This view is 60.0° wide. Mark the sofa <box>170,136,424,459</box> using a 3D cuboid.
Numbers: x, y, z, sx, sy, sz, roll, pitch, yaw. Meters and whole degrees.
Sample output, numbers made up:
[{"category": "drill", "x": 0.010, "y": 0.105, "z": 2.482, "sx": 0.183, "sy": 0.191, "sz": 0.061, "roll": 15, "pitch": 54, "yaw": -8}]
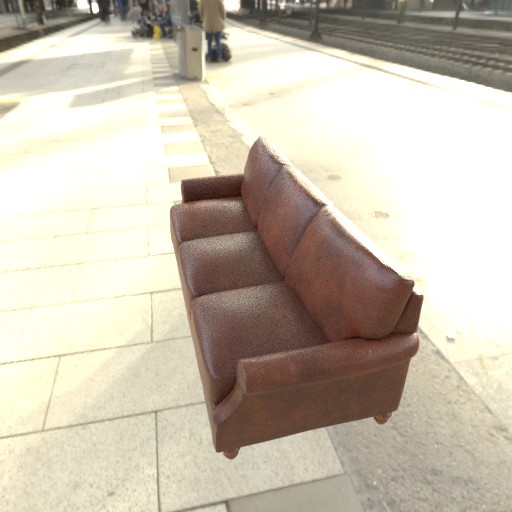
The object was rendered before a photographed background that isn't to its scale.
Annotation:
[{"category": "sofa", "x": 0.000, "y": 0.000, "z": 2.864, "sx": 0.973, "sy": 0.977, "sz": 2.351, "roll": -7, "pitch": 31, "yaw": -13}]
